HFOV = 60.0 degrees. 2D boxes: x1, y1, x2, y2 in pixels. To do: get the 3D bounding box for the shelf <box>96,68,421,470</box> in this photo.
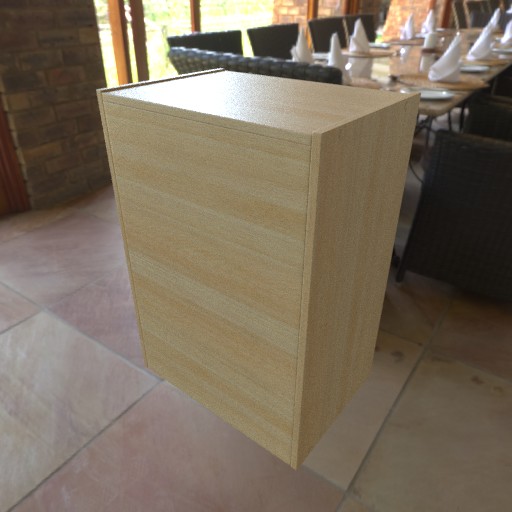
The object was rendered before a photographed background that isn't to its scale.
[{"bbox_3d":[0.000,0.000,0.835,0.414,0.592,0.290,22,37,32],"label":"shelf"}]
